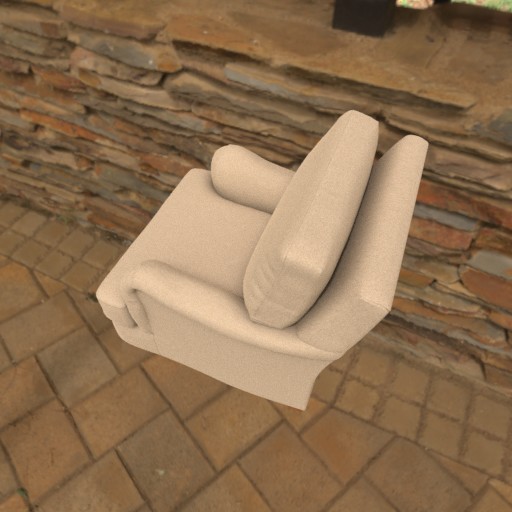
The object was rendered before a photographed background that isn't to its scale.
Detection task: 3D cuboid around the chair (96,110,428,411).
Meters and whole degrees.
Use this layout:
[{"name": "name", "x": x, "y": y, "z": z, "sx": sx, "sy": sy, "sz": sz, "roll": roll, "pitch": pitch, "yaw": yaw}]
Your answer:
[{"name": "chair", "x": 0.000, "y": 0.000, "z": 1.873, "sx": 1.078, "sy": 1.076, "sz": 0.895, "roll": 16, "pitch": 51, "yaw": 14}]
